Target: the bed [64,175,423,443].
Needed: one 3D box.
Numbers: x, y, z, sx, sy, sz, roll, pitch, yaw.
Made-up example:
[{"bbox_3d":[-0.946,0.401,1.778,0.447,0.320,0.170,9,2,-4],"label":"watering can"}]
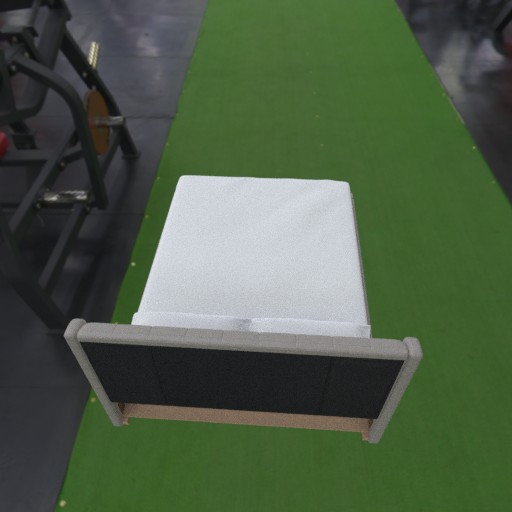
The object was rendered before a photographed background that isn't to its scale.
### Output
[{"bbox_3d":[0.000,0.000,3.182,1.656,1.147,2.232,3,46,3],"label":"bed"}]
